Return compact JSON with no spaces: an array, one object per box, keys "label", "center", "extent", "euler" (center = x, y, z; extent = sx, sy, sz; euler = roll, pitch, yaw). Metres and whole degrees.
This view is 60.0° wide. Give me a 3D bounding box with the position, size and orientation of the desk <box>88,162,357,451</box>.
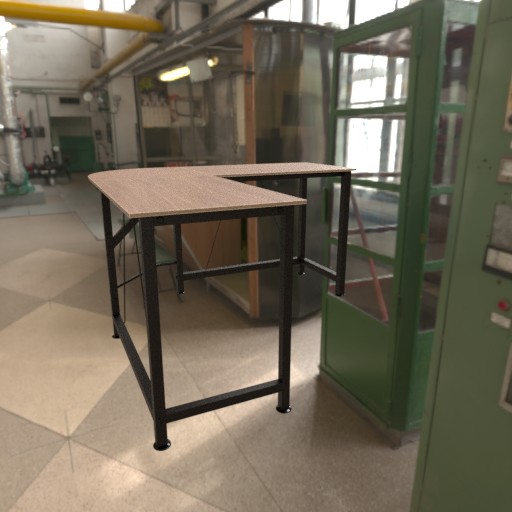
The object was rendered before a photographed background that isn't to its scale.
[{"label":"desk","center":[0.000,0.000,2.154],"extent":[1.400,0.762,1.400],"euler":[-7,18,-24]}]
